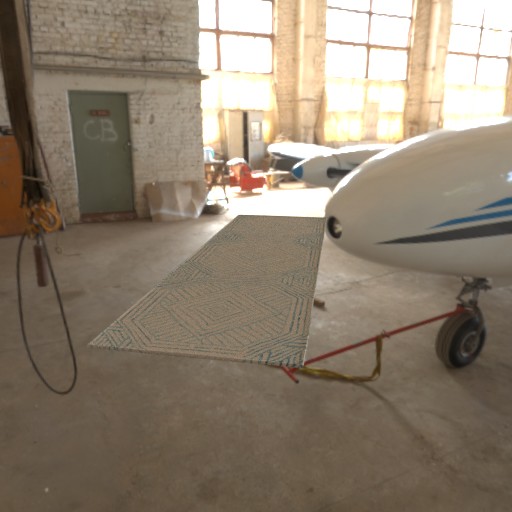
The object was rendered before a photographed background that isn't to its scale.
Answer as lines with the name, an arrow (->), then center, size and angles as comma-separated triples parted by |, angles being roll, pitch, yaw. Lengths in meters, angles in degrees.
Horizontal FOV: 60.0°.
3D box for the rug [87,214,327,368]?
rug -> 0.000, 0.000, 2.662 | 0.775, 0.012, 2.452 | 3, 17, 10
